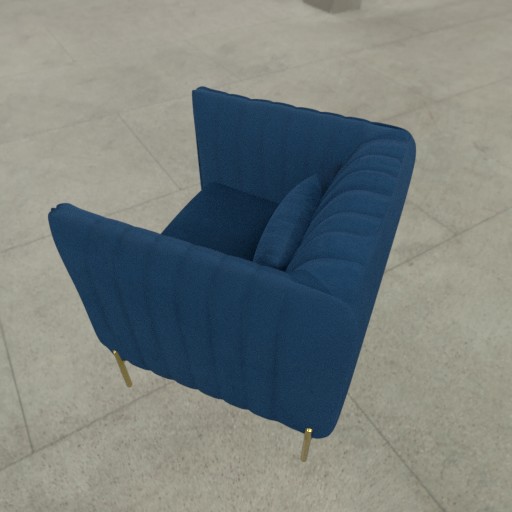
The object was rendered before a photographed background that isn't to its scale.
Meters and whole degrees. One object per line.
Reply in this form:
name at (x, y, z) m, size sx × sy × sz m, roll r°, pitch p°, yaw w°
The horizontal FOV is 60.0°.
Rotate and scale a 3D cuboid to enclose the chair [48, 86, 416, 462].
chair at (0.000, 0.000, 1.588) m, size 0.877 × 0.793 × 0.947 m, roll 17°, pitch 47°, yaw 16°
